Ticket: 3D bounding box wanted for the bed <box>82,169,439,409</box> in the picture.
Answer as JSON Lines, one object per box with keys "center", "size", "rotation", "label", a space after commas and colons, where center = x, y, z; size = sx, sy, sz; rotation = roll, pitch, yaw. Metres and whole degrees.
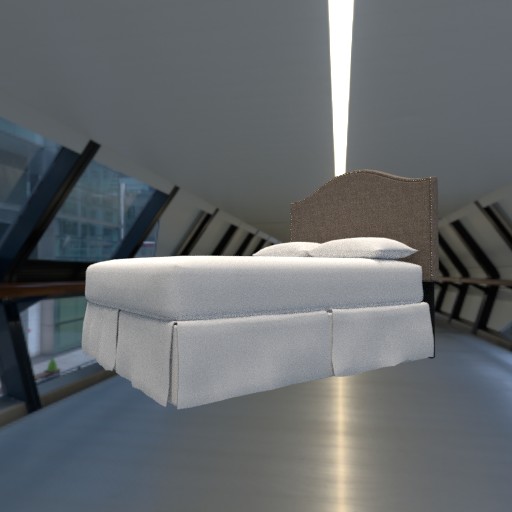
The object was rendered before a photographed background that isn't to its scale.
{"center": [0.000, 0.000, 3.315], "size": [2.153, 1.518, 1.713], "rotation": [1, -2, -35], "label": "bed"}
